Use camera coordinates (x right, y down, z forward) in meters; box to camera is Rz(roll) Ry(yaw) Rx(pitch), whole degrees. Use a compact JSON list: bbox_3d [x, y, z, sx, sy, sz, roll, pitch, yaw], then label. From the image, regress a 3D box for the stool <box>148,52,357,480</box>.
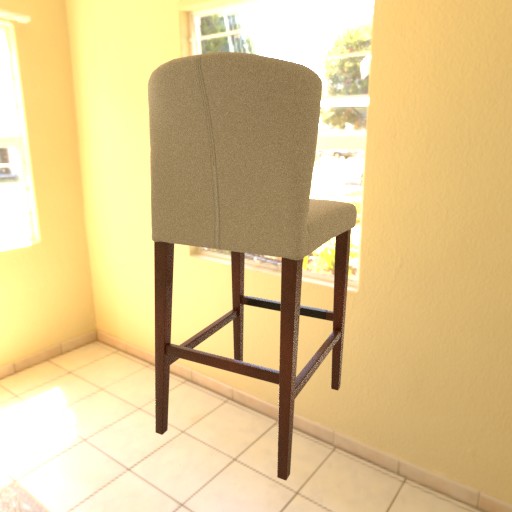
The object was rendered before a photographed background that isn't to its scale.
[{"bbox_3d":[0.000,0.000,1.361,0.479,1.069,0.568,8,17,26],"label":"stool"}]
